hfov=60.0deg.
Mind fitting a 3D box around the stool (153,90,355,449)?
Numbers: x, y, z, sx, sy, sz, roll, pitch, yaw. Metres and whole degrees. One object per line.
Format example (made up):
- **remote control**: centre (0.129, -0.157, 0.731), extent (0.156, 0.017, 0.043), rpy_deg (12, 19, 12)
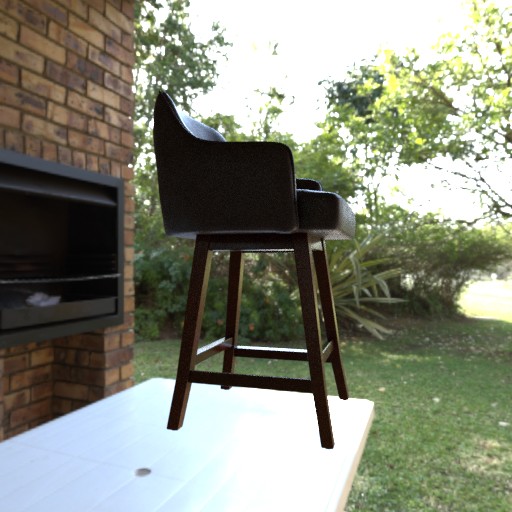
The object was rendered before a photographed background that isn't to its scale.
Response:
- **stool**: centre (0.000, 0.000, 1.338), extent (0.560, 0.936, 0.550), rpy_deg (0, -1, 17)
